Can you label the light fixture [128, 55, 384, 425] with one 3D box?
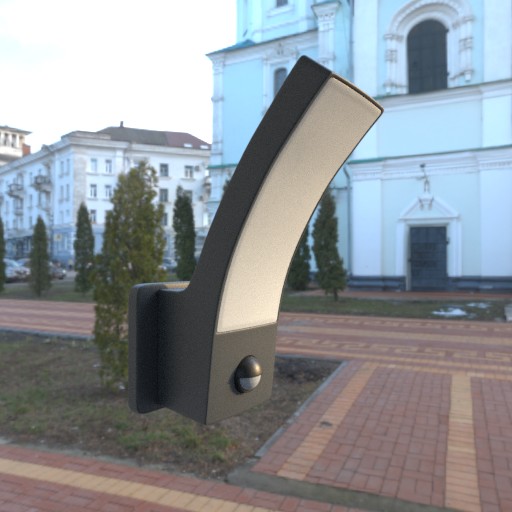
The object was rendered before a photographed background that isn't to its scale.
[{"bbox_3d":[0.000,0.000,0.334,0.174,0.243,0.108,0,-1,37],"label":"light fixture"}]
